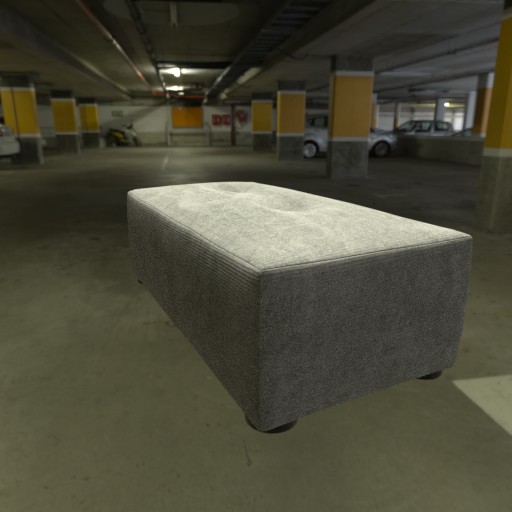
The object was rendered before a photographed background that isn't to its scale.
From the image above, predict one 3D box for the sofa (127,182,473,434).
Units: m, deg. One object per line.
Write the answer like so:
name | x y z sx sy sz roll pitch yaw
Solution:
sofa | 0.000 0.000 1.157 0.480 0.330 0.930 -8 18 -26
